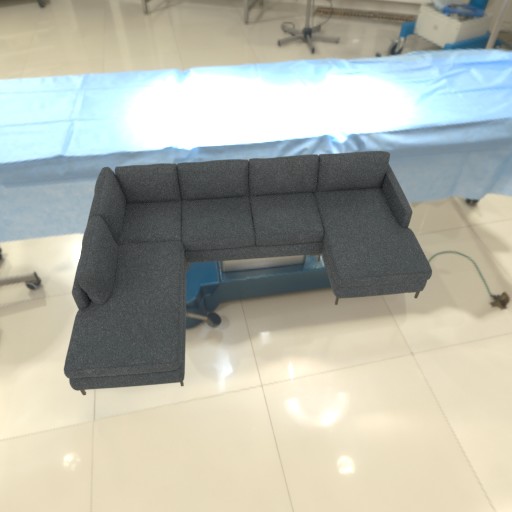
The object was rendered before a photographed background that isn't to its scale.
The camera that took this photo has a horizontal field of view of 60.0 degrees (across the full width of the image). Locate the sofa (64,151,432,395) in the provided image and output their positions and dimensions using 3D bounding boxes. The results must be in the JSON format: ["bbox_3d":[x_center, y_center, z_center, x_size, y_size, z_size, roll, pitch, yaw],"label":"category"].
[{"bbox_3d":[0.000,0.000,3.882,2.956,0.813,2.007,-4,47,-4],"label":"sofa"}]
